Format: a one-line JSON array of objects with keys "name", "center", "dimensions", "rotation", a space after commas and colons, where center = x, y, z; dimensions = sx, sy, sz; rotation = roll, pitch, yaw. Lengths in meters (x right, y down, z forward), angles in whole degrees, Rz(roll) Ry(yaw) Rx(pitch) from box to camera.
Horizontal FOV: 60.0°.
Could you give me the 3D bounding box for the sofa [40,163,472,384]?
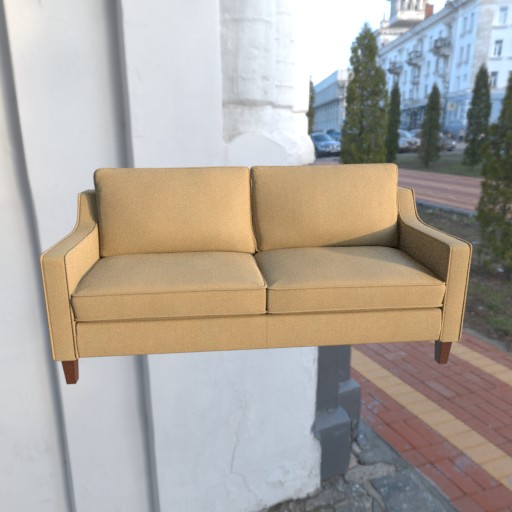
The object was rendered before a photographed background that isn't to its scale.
[{"name": "sofa", "center": [0.000, 0.000, 2.731], "dimensions": [2.178, 1.071, 1.066], "rotation": [-2, 16, -6]}]
